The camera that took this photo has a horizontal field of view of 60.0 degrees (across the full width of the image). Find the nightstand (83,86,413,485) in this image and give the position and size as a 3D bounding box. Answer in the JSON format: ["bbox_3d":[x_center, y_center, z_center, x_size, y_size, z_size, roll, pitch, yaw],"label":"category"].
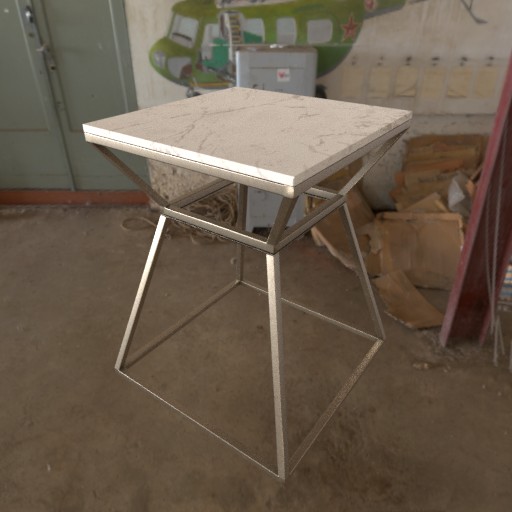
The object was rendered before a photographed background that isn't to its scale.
[{"bbox_3d":[0.000,0.000,0.901,0.455,0.554,0.455,20,37,30],"label":"nightstand"}]
